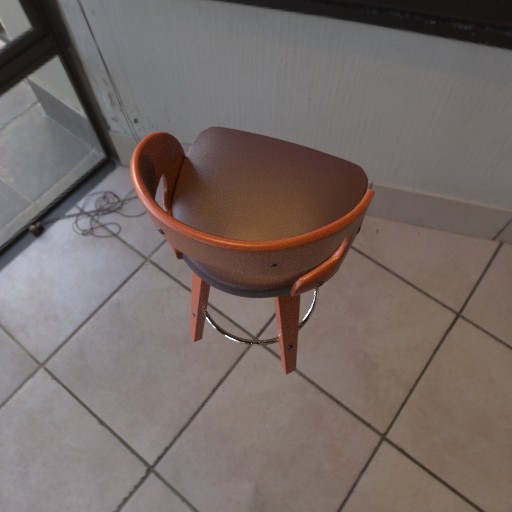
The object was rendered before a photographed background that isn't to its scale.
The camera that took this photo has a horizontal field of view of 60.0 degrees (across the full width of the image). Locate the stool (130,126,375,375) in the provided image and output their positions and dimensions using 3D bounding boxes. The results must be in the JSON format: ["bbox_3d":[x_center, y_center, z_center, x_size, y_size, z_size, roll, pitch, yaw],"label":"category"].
[{"bbox_3d":[0.000,0.000,1.150,0.457,0.940,0.457,17,64,9],"label":"stool"}]
